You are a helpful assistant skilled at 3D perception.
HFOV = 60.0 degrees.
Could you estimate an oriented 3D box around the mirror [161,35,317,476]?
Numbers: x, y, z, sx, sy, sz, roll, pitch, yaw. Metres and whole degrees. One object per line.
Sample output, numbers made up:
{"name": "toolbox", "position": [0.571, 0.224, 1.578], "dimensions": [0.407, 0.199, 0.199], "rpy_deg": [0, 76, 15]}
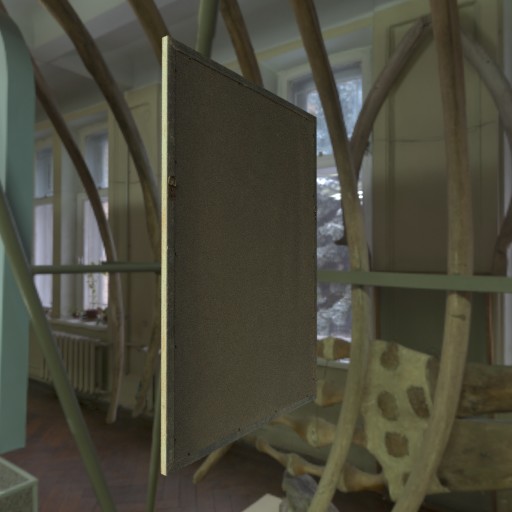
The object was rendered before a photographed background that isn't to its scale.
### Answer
{"name": "mirror", "position": [0.000, 0.000, 1.290], "dimensions": [0.025, 0.996, 0.705], "rpy_deg": [-1, -1, 36]}
